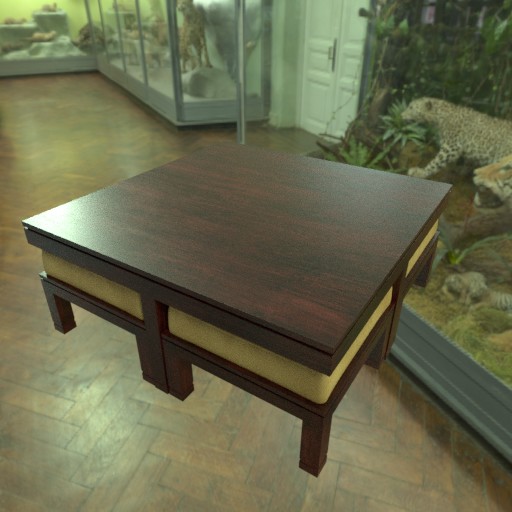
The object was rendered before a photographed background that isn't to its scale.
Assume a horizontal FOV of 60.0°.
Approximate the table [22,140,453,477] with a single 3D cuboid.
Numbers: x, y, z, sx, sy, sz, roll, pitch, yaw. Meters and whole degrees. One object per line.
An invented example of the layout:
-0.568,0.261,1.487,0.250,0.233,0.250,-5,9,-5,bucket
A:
0.000,0.000,1.330,0.865,0.356,0.865,18,35,28,table
